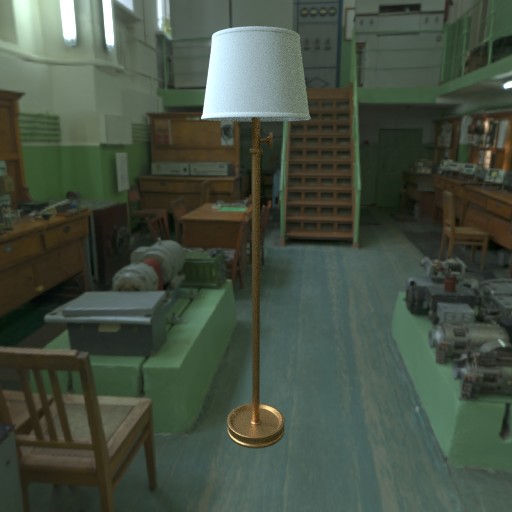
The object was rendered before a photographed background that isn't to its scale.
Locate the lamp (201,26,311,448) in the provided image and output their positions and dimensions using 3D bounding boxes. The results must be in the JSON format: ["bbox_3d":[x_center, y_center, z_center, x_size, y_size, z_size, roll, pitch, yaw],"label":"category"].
[{"bbox_3d":[0.000,0.000,0.786,0.178,0.710,0.178,0,15,0],"label":"lamp"}]
